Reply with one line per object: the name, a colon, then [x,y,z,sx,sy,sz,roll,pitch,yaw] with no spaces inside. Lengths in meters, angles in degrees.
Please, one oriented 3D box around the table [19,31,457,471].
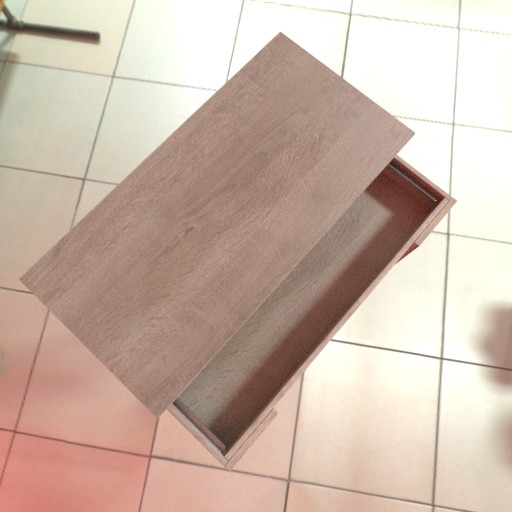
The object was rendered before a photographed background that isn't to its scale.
table: [0.000,0.000,1.425,0.711,0.570,1.000,41,79,10]
